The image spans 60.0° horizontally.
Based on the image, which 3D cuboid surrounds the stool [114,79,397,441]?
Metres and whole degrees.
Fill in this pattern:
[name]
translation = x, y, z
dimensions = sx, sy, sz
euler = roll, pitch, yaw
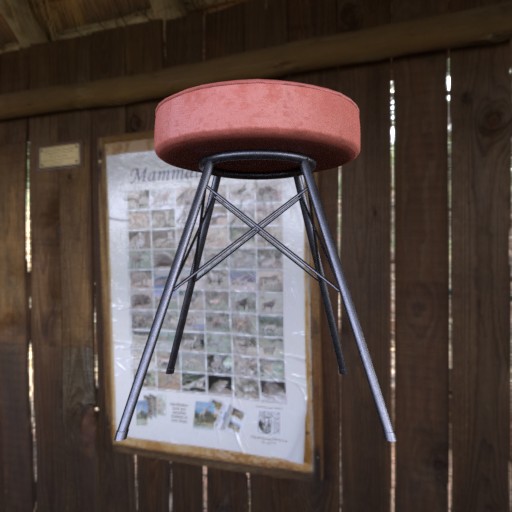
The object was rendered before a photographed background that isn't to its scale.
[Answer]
[stool]
translation = 0.000, 0.000, 0.913
dimensions = 0.457, 0.593, 0.421
euler = 0, 0, 0
